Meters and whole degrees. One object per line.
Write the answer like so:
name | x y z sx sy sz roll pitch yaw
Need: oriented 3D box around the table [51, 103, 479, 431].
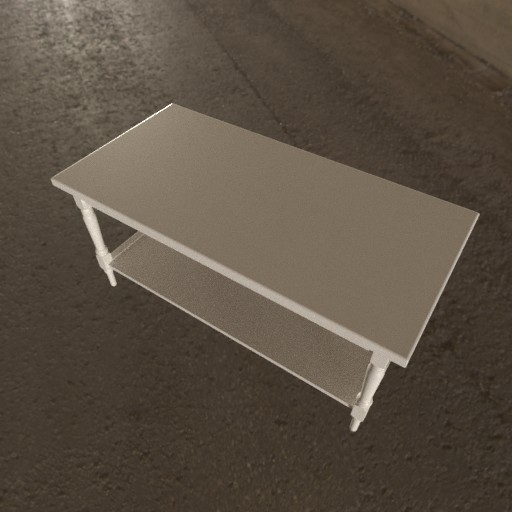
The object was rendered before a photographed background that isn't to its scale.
table | 0.000 0.000 1.450 1.107 0.510 0.550 26 52 22
